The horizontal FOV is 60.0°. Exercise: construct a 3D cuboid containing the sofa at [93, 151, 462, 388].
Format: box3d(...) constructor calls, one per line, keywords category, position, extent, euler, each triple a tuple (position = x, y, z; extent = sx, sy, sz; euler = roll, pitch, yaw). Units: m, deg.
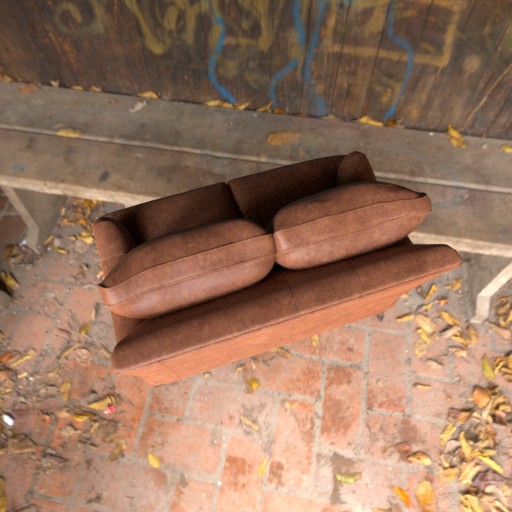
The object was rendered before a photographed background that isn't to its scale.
box3d(category="sofa", position=(0.000, 0.000, 2.278), extent=(1.527, 1.004, 1.077), euler=(-16, 61, -9))
